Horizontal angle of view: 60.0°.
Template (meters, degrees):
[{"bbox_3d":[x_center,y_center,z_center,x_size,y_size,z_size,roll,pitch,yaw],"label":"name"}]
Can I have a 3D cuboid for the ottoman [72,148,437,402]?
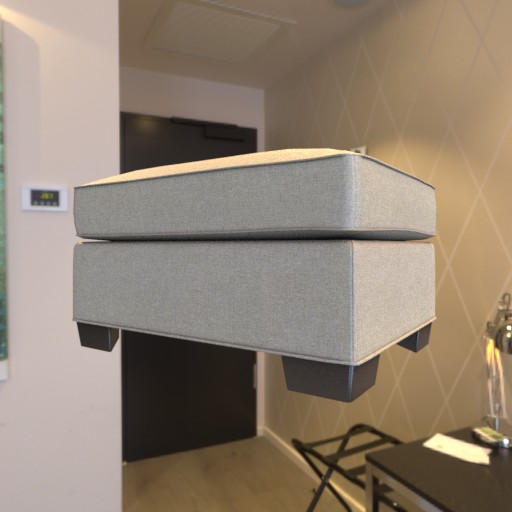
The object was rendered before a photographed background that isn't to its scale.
[{"bbox_3d":[0.000,0.000,1.248,0.843,0.504,0.619,1,2,34],"label":"ottoman"}]
